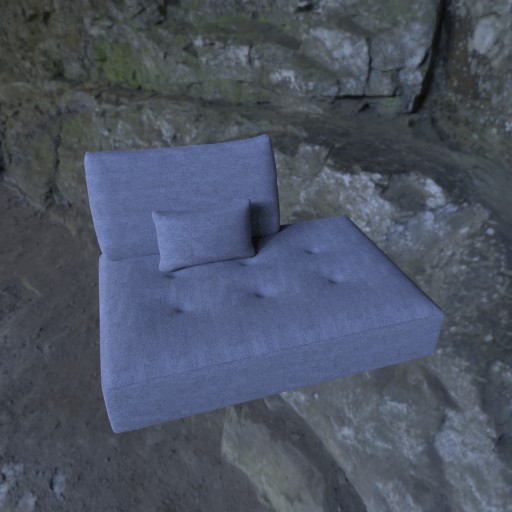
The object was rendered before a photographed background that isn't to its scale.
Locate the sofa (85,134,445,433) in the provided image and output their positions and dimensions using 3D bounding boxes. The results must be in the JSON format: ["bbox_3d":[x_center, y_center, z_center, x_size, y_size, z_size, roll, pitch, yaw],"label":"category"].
[{"bbox_3d":[0.000,0.000,2.053,1.450,0.820,1.002,-10,35,-14],"label":"sofa"}]
